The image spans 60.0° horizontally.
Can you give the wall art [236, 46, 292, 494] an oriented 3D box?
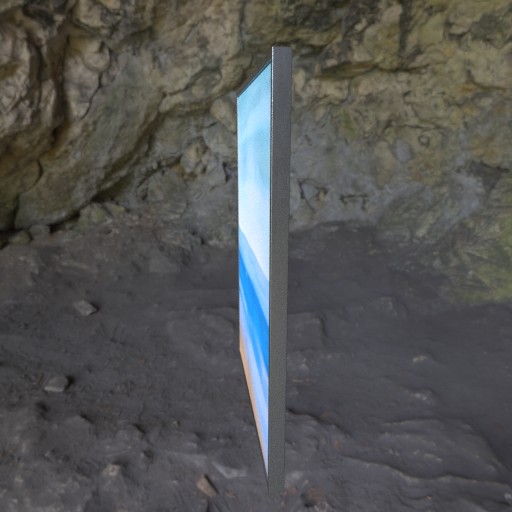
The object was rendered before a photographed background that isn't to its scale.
[{"bbox_3d":[0.000,0.000,1.400,0.041,1.062,0.803,-2,14,-7],"label":"wall art"}]
